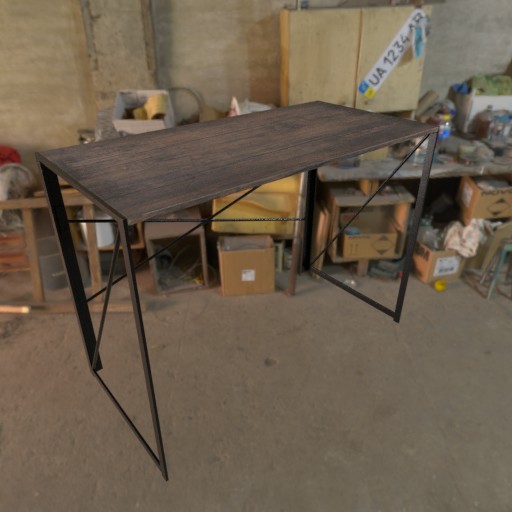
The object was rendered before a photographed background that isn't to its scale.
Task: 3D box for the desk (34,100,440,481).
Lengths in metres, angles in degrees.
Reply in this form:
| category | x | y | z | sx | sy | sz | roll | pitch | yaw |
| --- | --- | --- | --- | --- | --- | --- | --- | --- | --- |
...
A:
| category | x | y | z | sx | sy | sz | roll | pitch | yaw |
| --- | --- | --- | --- | --- | --- | --- | --- | --- | --- |
| desk | 0.000 | 0.000 | 1.403 | 1.015 | 0.747 | 0.505 | -23 | 37 | -33 |
